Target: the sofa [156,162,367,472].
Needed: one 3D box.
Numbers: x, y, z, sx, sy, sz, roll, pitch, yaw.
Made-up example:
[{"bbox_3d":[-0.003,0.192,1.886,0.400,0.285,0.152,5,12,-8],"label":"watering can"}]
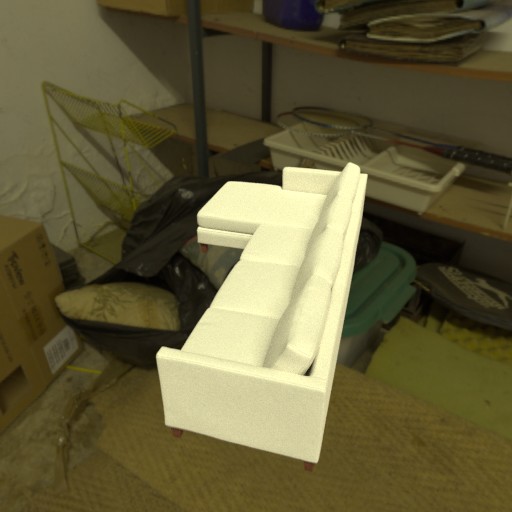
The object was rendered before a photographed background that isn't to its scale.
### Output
[{"bbox_3d":[0.000,0.000,3.793,1.625,0.846,3.186,8,32,14],"label":"sofa"}]
